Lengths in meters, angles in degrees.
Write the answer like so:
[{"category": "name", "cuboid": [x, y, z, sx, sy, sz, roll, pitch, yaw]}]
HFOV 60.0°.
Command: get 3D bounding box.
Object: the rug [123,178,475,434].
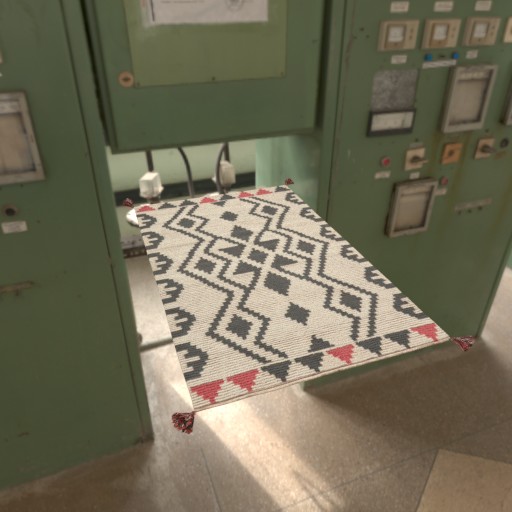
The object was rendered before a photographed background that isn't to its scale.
[{"category": "rug", "cuboid": [0.000, 0.000, 3.315, 1.741, 0.066, 2.672, -11, 33, -17]}]
